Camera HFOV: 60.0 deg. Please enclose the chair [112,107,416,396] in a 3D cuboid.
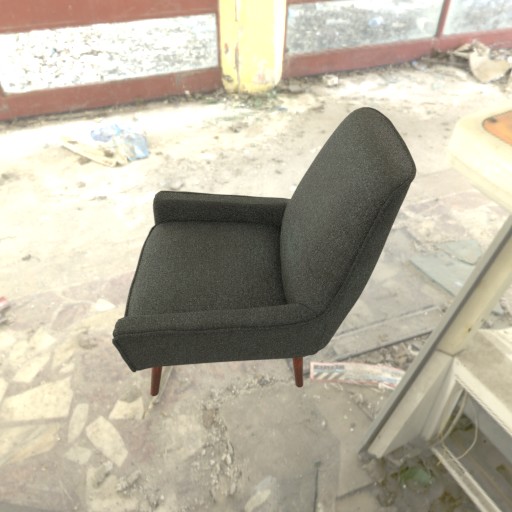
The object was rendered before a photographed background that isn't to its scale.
[{"bbox_3d":[0.000,0.000,1.540,0.859,0.883,0.763,0,41,0],"label":"chair"}]
